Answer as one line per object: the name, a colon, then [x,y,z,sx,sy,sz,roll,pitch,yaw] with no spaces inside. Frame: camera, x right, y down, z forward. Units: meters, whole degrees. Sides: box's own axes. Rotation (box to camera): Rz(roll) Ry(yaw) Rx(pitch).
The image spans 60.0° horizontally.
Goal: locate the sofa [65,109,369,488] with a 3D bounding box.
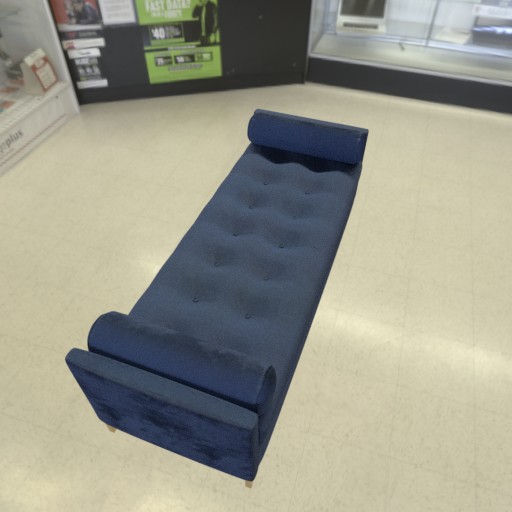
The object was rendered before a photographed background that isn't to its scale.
sofa: [0.000,0.000,2.459,0.796,0.705,2.102,15,48,14]
